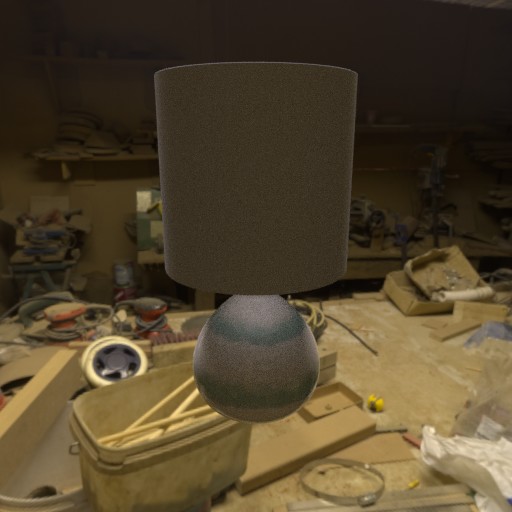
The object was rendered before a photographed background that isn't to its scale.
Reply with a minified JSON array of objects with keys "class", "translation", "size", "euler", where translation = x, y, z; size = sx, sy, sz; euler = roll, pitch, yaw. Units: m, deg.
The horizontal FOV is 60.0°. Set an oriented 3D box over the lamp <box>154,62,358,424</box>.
[{"class":"lamp","translation":[0.000,0.000,0.537],"size":[0.217,0.404,0.217],"euler":[-3,16,-11]}]
